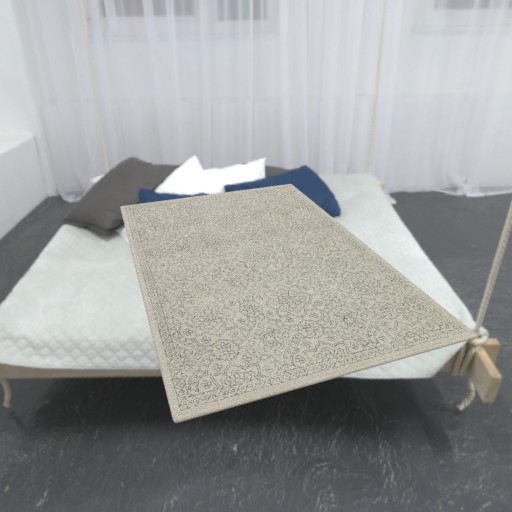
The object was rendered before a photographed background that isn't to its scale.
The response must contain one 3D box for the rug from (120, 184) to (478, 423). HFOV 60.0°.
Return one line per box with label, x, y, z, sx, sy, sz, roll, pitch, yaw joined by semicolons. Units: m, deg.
rug;0.000;0.000;2.906;1.524;0.011;2.286;-10;31;-17
